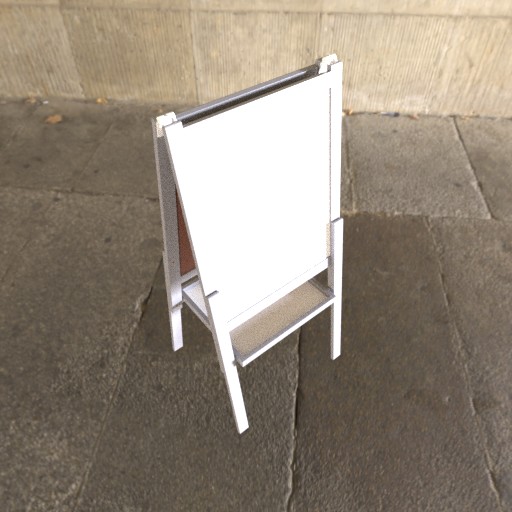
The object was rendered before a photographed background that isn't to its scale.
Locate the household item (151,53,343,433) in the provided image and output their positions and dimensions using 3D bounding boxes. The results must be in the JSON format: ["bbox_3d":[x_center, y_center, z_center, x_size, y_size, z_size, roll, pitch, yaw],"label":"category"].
[{"bbox_3d":[0.000,0.000,1.461,0.531,1.172,0.469,-30,53,-26],"label":"household item"}]
